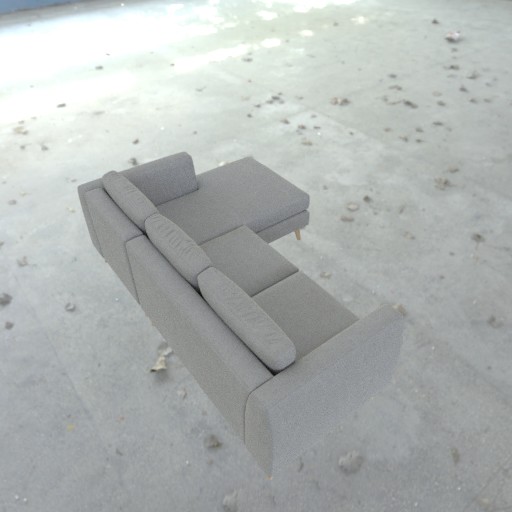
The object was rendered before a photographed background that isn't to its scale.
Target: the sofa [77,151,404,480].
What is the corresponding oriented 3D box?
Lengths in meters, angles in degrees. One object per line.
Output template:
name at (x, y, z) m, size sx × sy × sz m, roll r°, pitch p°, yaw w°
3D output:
sofa at (0.000, 0.000, 3.045) m, size 1.580 × 0.860 × 2.300 m, roll -26°, pitch 47°, yaw -27°
